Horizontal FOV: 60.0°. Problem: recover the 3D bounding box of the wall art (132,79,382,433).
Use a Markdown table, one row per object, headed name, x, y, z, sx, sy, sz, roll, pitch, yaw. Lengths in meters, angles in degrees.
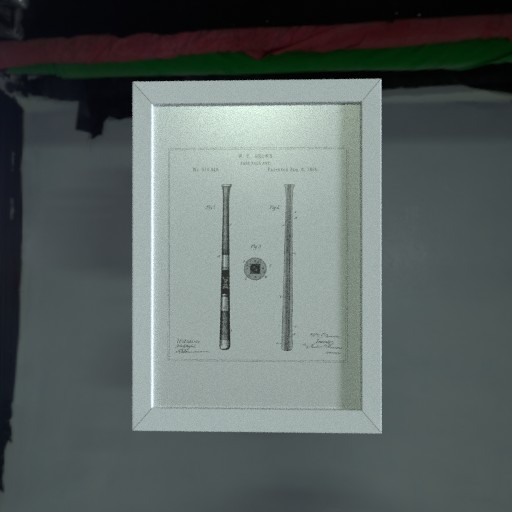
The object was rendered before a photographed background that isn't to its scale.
| name | x | y | z | sx | sy | sz | roll | pitch | yaw |
| --- | --- | --- | --- | --- | --- | --- | --- | --- | --- |
| wall art | 0.000 | 0.000 | 0.671 | 0.374 | 0.529 | 0.012 | 0 | 0 | 2 |
